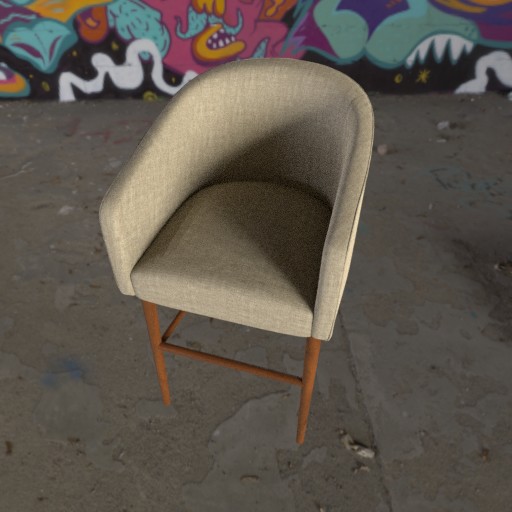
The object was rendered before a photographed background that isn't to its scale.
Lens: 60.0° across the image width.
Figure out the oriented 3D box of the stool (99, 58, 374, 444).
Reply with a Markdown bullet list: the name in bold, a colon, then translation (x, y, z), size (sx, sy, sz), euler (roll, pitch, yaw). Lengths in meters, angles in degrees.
- **stool**: translation (0.000, 0.000, 1.327), size (0.559, 0.952, 0.635), euler (11, 42, 13)
